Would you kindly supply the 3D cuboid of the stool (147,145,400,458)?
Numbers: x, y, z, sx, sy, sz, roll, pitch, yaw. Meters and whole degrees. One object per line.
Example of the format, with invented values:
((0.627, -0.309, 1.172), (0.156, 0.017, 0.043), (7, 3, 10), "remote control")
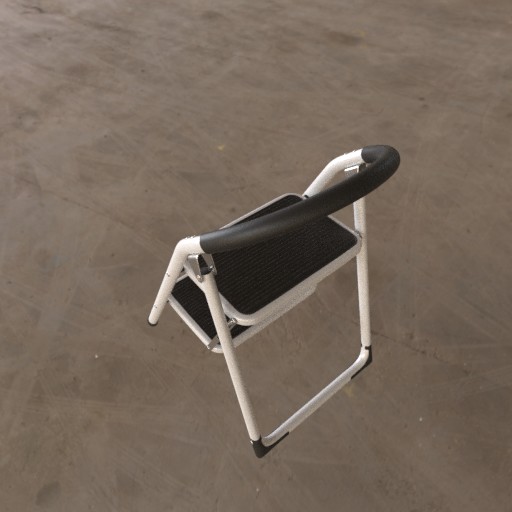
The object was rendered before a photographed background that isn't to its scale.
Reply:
((0.000, 0.000, 1.092), (0.453, 0.760, 0.559), (-31, 54, -26), "stool")
